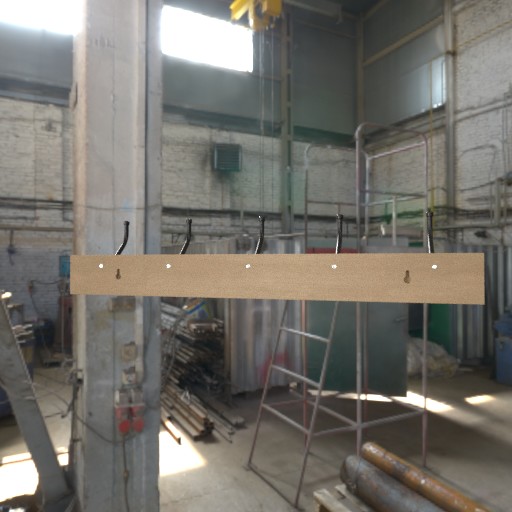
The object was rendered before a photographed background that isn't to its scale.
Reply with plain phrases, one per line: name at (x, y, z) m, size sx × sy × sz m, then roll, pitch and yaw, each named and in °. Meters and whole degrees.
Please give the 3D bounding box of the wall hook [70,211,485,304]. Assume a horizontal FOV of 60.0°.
wall hook at (0.000, 0.000, 0.628) m, size 0.571 × 0.117 × 0.071 m, roll 0°, pitch -1°, yaw 17°
